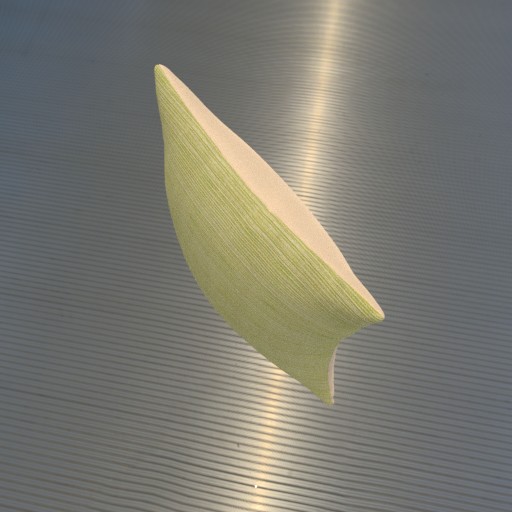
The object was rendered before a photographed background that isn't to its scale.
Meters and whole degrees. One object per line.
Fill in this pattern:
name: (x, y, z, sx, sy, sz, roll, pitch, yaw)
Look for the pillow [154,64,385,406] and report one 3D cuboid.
pillow: (0.000, 0.000, 0.824, 0.229, 0.487, 0.560, -32, 67, -15)
